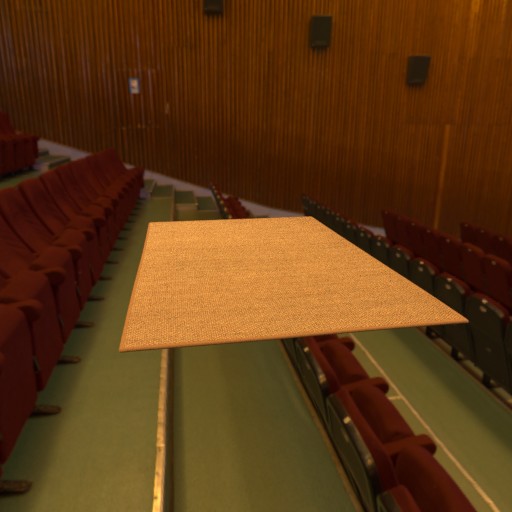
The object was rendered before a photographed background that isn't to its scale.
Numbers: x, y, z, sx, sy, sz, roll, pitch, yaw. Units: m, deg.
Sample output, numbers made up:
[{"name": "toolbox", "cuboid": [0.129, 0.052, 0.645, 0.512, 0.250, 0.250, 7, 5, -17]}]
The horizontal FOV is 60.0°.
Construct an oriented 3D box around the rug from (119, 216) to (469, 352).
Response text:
[{"name": "rug", "cuboid": [0.000, 0.000, 2.076, 1.061, 0.012, 1.668, -3, 17, -10]}]
